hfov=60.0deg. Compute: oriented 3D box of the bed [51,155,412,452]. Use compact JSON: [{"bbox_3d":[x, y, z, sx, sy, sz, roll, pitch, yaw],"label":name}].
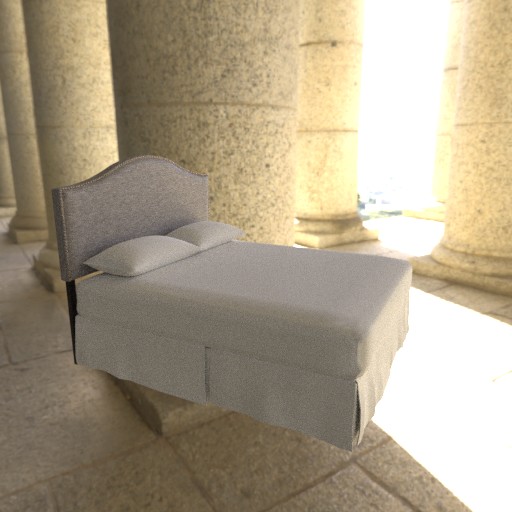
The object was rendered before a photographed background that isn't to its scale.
[{"bbox_3d":[0.000,0.000,2.949,1.870,1.295,1.610,7,16,26],"label":"bed"}]
